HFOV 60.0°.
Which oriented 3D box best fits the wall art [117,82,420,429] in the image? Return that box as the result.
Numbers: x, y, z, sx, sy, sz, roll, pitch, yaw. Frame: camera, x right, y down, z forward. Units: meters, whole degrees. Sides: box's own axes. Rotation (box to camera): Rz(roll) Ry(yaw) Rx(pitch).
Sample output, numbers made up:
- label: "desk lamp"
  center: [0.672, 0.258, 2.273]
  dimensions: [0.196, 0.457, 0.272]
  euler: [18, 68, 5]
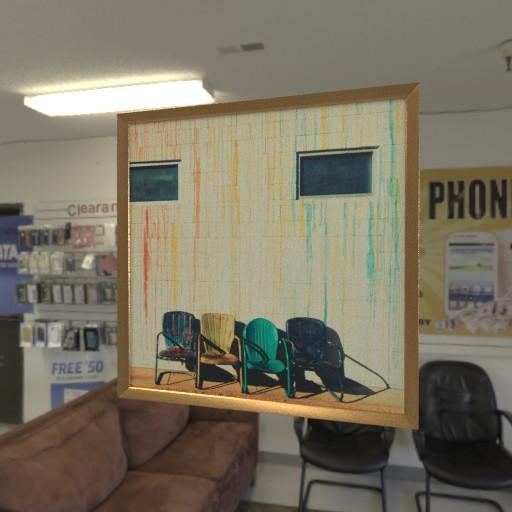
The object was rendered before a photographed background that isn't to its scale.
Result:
- label: "wall art"
  center: [0.000, 0.000, 0.733]
  dimensions: [0.505, 0.505, 0.037]
  euler: [0, 1, 17]
